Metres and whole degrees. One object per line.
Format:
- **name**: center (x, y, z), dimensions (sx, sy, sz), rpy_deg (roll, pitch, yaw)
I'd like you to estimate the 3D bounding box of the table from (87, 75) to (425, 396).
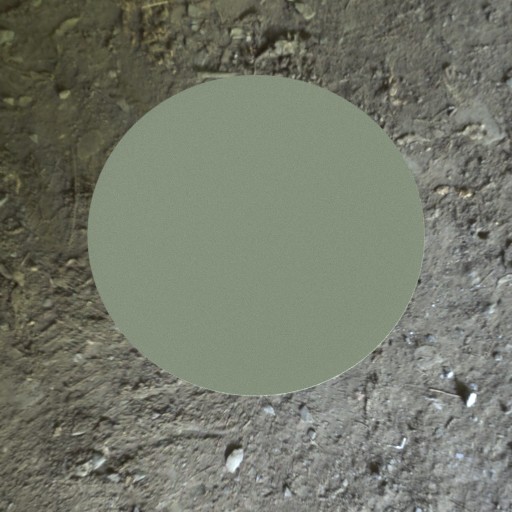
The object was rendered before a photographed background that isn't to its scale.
- **table**: center (0.000, 0.000, 1.550), dimensions (0.896, 0.762, 0.896), rpy_deg (0, 75, 0)
